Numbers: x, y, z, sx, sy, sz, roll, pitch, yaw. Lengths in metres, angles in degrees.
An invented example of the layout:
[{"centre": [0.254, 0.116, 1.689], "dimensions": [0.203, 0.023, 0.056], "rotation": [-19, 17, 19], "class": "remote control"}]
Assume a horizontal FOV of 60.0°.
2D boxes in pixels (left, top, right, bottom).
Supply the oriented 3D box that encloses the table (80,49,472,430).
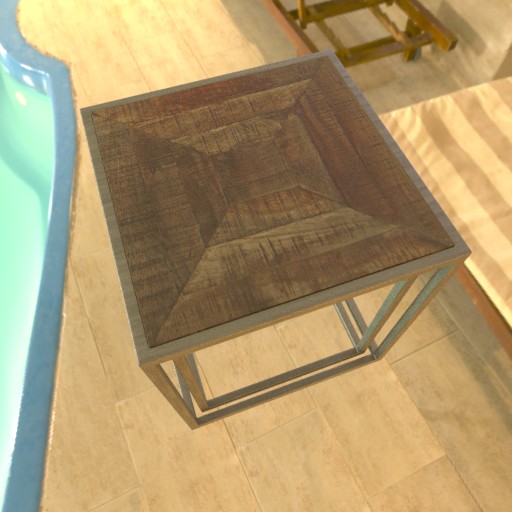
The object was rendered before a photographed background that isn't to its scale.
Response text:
[{"centre": [0.000, 0.000, 0.868], "dimensions": [0.450, 0.500, 0.449], "rotation": [-17, 62, -10], "class": "table"}]
